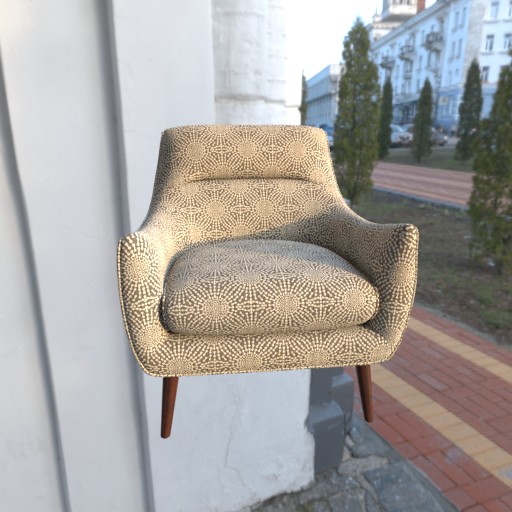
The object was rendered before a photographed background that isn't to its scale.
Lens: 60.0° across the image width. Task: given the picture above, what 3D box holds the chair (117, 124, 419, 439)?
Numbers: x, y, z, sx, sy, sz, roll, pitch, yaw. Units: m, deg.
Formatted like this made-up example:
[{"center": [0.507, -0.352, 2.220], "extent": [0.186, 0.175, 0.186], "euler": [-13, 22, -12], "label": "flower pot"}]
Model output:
[{"center": [0.000, 0.000, 1.473], "extent": [0.762, 0.838, 0.787], "euler": [-2, 16, -7], "label": "chair"}]
